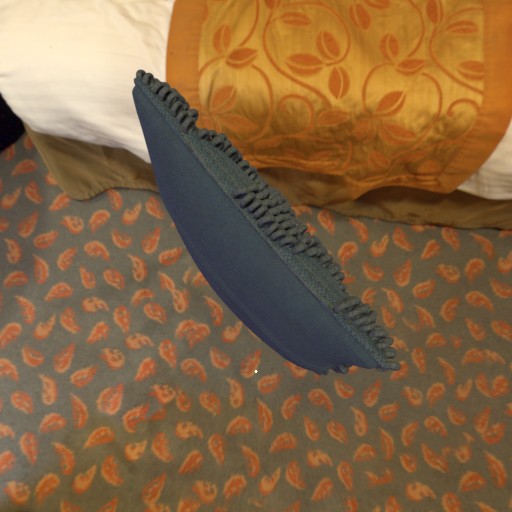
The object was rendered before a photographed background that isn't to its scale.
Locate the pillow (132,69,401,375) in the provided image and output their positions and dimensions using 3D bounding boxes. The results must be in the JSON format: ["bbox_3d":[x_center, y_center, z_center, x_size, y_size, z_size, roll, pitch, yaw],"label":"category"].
[{"bbox_3d":[0.000,0.000,0.718,0.172,0.466,0.469,-38,79,-9],"label":"pillow"}]
